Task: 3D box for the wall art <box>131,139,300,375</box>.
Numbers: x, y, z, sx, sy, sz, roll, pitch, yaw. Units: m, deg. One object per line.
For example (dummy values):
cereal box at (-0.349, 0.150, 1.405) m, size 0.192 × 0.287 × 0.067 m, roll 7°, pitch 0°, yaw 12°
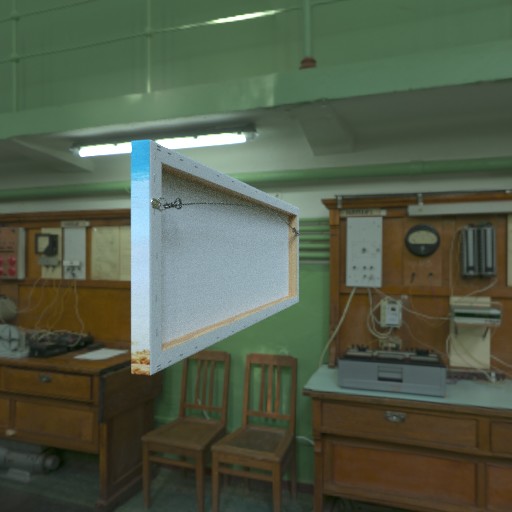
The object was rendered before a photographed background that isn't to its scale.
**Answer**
wall art at (0.000, 0.000, 0.836) m, size 0.044 × 0.254 × 0.759 m, roll 0°, pitch 0°, yaw 18°
